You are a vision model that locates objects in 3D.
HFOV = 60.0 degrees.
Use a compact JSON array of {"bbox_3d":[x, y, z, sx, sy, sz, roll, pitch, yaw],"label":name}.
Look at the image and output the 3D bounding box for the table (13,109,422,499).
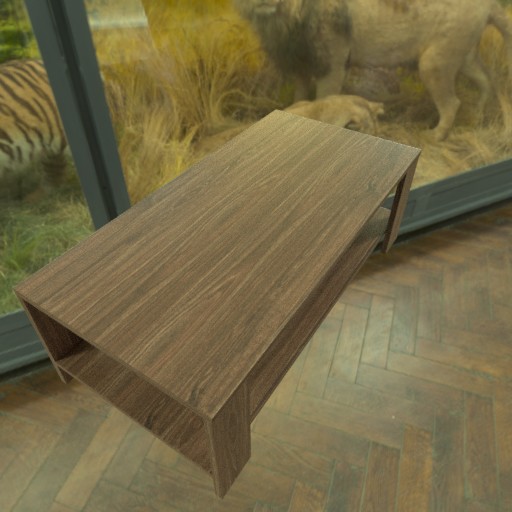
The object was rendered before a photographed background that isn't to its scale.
[{"bbox_3d":[0.000,0.000,1.440,0.600,0.400,1.200,24,47,24],"label":"table"}]
